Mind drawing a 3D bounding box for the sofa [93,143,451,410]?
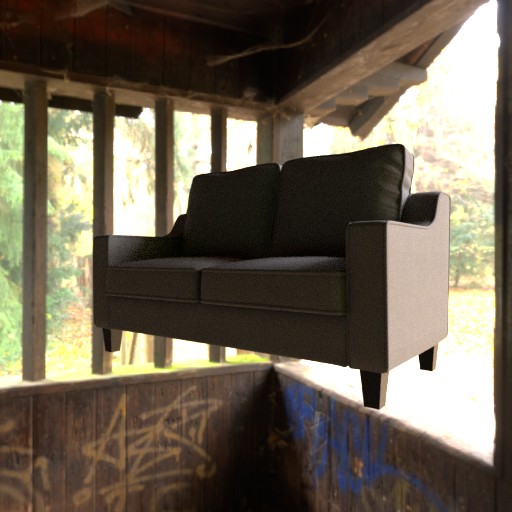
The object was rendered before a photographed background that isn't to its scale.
[{"bbox_3d":[0.000,0.000,2.032,1.500,0.948,0.791,0,0,37],"label":"sofa"}]
